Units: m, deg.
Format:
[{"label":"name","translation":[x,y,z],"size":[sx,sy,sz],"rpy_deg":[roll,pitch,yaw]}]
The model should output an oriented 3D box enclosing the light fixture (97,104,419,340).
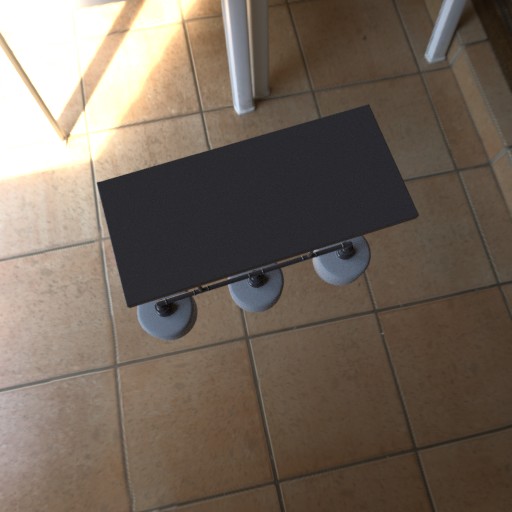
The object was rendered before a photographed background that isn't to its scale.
[{"label":"light fixture","translation":[0.000,0.000,0.855],"size":[0.582,0.557,0.177],"rpy_deg":[-17,75,-5]}]
